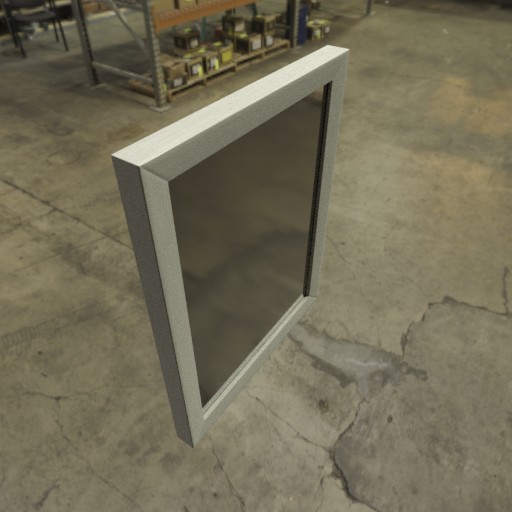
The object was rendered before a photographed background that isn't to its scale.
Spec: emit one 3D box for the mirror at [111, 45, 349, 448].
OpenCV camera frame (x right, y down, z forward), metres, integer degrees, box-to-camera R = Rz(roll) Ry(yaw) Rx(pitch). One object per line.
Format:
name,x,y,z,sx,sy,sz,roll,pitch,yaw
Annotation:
mirror,0.000,0.000,0.677,0.041,0.508,0.405,25,46,26
